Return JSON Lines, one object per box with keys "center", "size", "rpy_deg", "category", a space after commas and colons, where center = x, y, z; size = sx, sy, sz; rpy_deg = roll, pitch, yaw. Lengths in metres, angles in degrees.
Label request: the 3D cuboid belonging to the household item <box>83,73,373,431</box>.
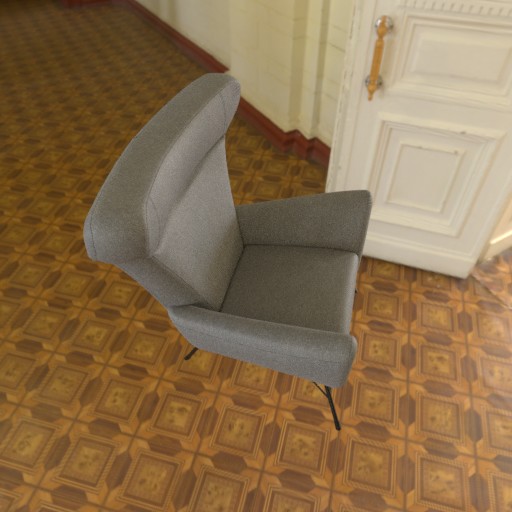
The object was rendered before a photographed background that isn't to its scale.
{"center": [0.000, 0.000, 1.750], "size": [0.900, 1.050, 0.980], "rpy_deg": [10, 47, 10], "category": "household item"}
